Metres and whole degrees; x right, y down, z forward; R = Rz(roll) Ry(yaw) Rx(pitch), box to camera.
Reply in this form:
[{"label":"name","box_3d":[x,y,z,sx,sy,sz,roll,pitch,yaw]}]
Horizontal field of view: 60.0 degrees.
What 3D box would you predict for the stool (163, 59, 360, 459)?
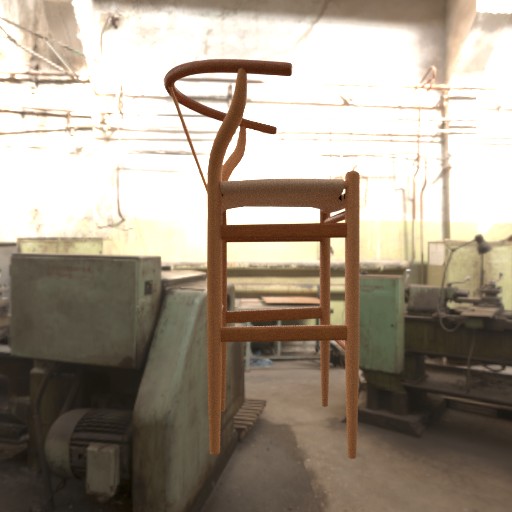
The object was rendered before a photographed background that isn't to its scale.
[{"label":"stool","box_3d":[0.000,0.000,1.367,0.561,1.068,0.574,0,0,-1]}]
